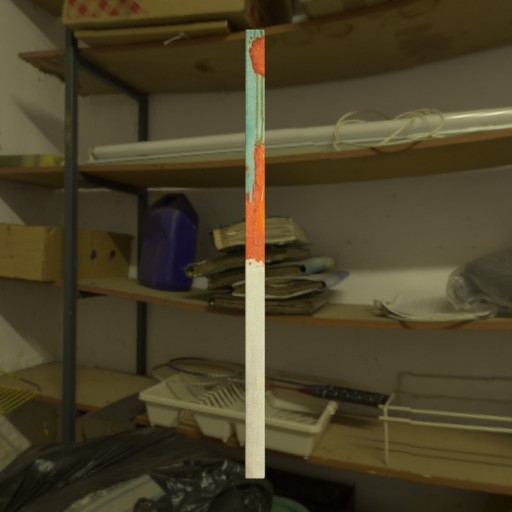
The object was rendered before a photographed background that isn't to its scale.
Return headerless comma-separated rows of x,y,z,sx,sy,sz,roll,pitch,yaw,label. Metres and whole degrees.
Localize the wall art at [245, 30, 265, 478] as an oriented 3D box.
0.000,0.000,1.510,0.044,1.017,1.017,0,-1,0,wall art
